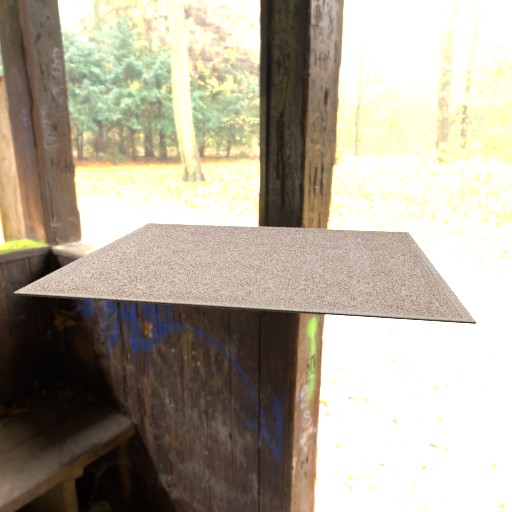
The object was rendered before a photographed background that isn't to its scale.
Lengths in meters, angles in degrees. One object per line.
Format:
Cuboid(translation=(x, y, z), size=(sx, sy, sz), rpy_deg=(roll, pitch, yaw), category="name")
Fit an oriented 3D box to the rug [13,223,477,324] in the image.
Cuboid(translation=(0.000, 0.000, 4.010), size=(3.050, 0.015, 2.441), rpy_deg=(3, 16, 9), category="rug")
